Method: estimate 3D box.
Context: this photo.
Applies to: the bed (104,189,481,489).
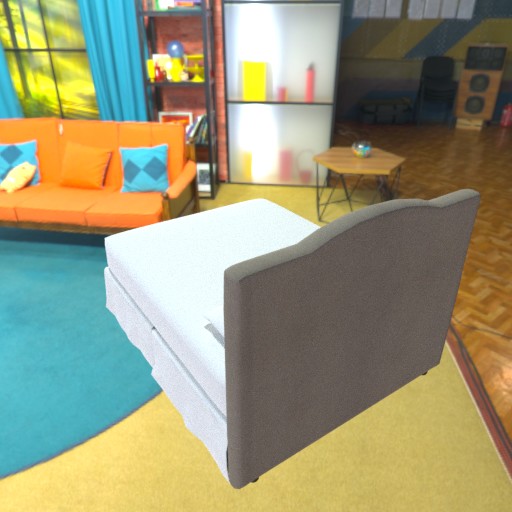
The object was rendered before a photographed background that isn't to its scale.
[{"bbox_3d":[0.000,0.000,3.183,1.744,1.441,2.128,-18,33,-30],"label":"bed"}]
